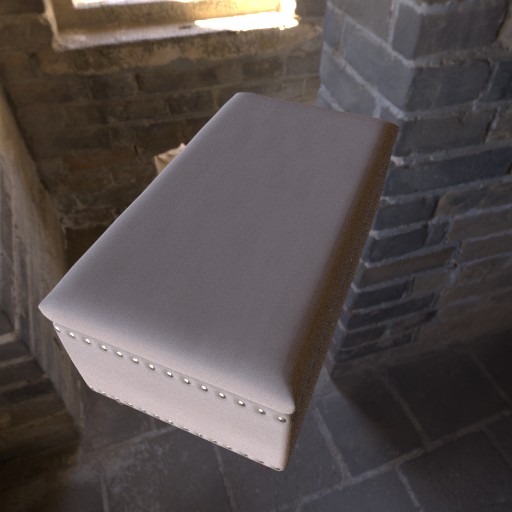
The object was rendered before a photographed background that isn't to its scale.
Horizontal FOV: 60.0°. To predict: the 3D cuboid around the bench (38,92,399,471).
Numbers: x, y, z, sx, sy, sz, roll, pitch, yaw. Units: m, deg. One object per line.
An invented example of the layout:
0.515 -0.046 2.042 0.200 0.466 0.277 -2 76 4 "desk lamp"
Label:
0.000 0.000 1.161 0.500 0.449 0.887 17 49 15 "bench"
